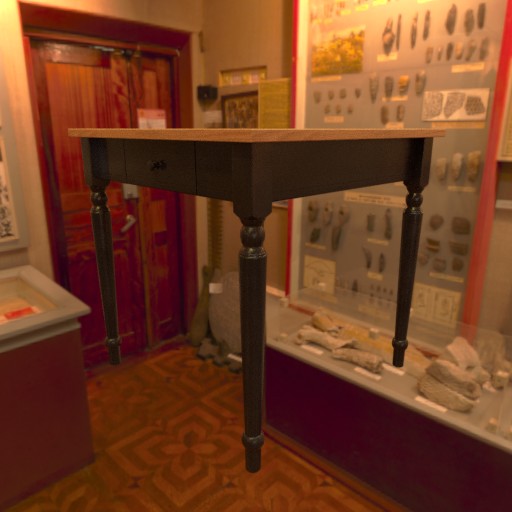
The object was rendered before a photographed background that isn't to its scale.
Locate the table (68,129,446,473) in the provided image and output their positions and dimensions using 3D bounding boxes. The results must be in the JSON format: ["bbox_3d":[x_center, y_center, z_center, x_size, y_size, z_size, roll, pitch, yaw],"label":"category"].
[{"bbox_3d":[0.000,0.000,1.338,0.747,0.738,0.747,-15,22,-42],"label":"table"}]
